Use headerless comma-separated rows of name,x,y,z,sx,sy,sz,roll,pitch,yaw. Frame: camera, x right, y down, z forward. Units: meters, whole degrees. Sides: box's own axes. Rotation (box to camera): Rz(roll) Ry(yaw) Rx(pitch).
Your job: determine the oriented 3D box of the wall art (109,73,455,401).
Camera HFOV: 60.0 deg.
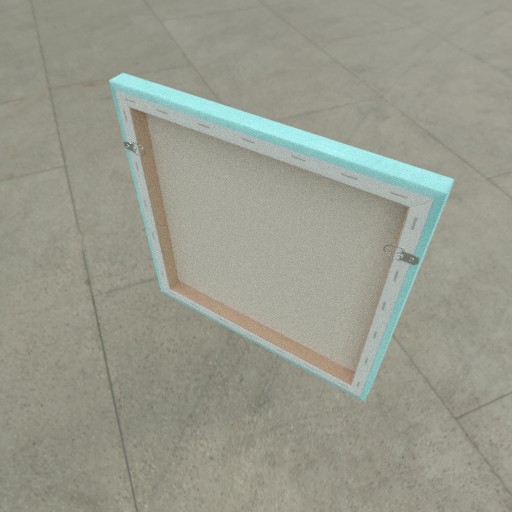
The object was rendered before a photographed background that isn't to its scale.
wall art,0.000,0.000,1.154,0.765,0.766,0.054,24,51,21
